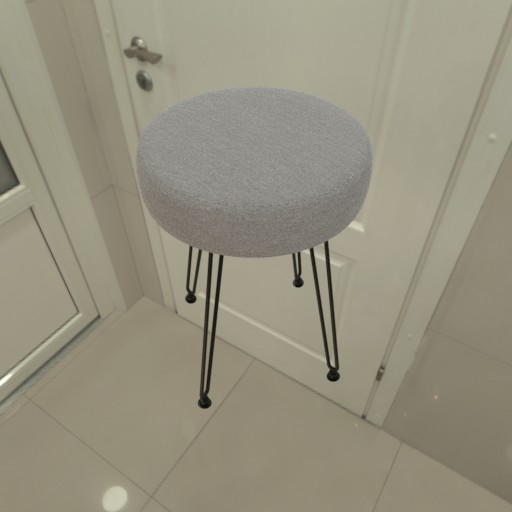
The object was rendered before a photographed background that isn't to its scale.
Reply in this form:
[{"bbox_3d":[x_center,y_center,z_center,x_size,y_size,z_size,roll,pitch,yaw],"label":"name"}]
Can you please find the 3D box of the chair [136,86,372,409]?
[{"bbox_3d":[0.000,0.000,0.701,0.350,0.440,0.350,25,50,23],"label":"chair"}]
